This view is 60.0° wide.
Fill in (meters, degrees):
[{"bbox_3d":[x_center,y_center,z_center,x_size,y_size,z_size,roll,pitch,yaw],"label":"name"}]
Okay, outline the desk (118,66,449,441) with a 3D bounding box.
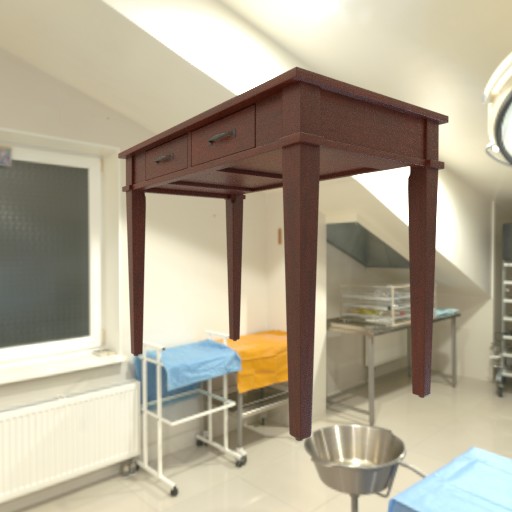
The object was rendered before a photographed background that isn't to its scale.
[{"bbox_3d":[0.000,0.000,1.437,0.549,0.762,1.001,-1,1,-37],"label":"desk"}]
